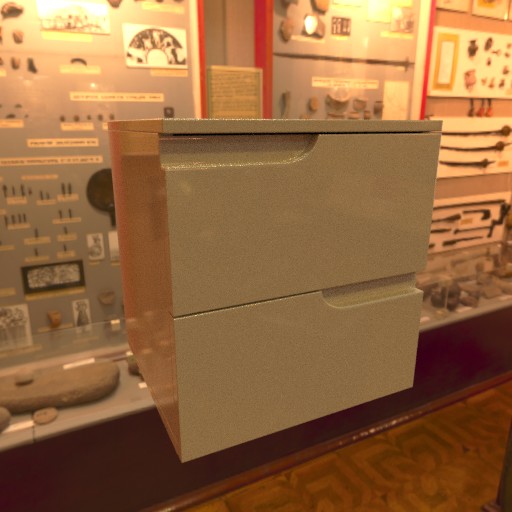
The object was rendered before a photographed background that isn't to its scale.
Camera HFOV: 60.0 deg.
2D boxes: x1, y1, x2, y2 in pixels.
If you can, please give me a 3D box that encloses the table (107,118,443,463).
[{"bbox_3d":[0.000,0.000,0.805,0.420,0.470,0.400,-8,18,-25],"label":"table"}]
